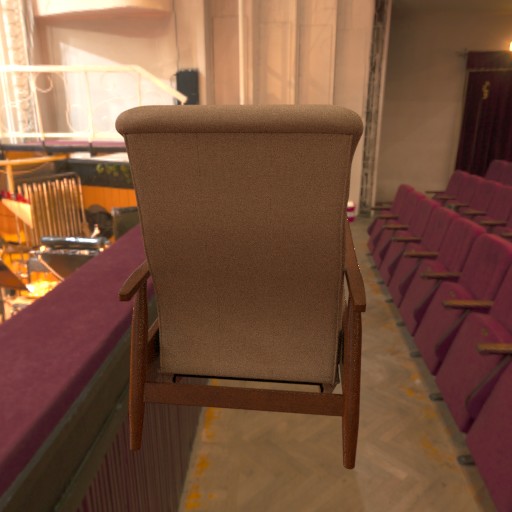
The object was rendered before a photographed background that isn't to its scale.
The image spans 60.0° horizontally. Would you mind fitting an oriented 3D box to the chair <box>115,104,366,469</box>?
[{"bbox_3d":[0.000,0.000,1.727,0.762,1.082,1.030,2,17,6],"label":"chair"}]
